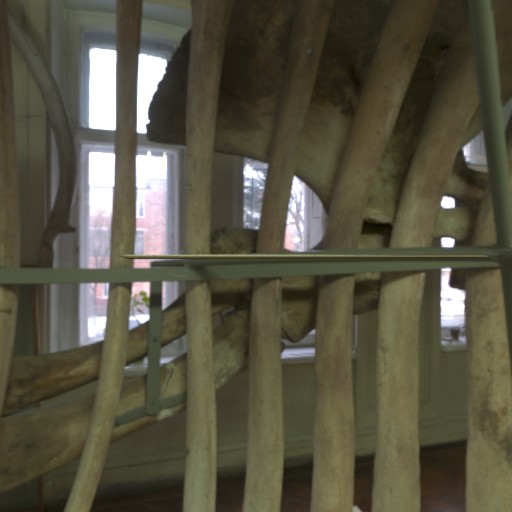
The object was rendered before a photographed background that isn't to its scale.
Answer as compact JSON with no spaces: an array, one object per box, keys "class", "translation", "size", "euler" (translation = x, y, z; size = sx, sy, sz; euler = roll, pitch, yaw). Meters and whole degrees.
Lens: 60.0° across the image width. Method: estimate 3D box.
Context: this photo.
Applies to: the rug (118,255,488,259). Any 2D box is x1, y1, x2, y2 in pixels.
[{"class":"rug","translation":[0.000,0.000,4.119],"size":[2.413,0.020,3.041],"euler":[0,0,-18]}]
